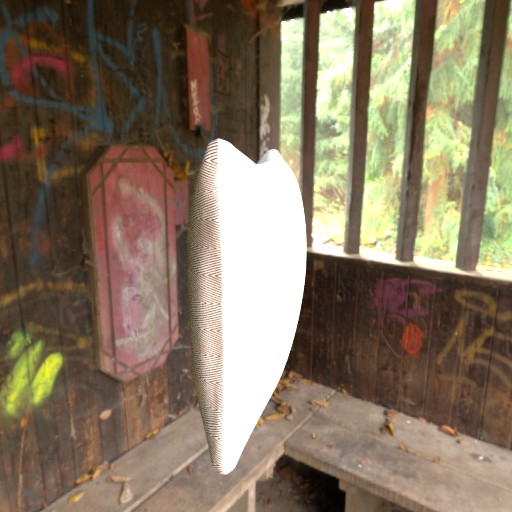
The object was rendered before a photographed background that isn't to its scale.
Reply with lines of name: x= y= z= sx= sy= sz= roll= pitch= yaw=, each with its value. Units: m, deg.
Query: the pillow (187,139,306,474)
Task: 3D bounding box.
pillow: x=0.000 y=0.000 z=0.620 sx=0.139 sy=0.305 sz=0.506 roll=2 pitch=13 yaw=7
